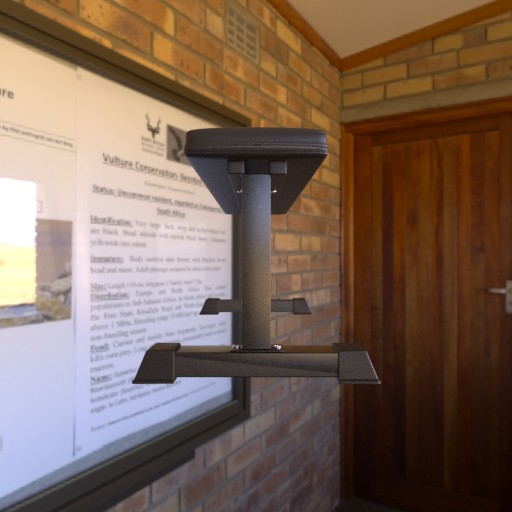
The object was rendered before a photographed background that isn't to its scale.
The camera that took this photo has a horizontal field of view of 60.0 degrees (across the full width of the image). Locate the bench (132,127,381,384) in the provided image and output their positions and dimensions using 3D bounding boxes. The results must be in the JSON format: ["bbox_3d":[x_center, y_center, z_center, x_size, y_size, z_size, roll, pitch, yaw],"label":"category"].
[{"bbox_3d":[0.000,0.000,1.288,0.439,0.453,1.072,0,0,0],"label":"bench"}]
